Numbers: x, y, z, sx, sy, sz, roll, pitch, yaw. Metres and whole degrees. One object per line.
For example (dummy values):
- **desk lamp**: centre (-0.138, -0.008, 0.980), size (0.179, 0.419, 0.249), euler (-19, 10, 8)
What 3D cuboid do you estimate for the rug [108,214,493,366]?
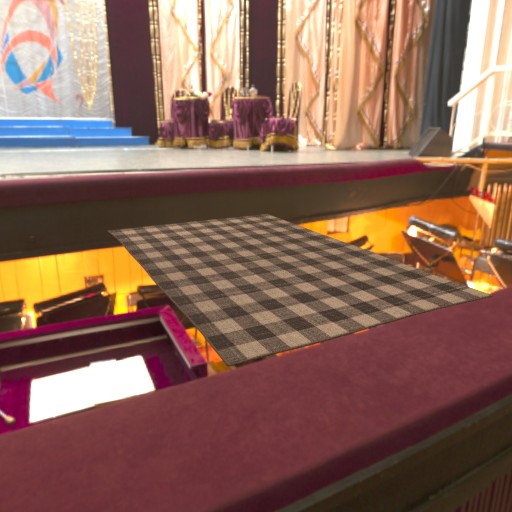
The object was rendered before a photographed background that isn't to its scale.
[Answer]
- **rug**: centre (0.000, 0.000, 3.057), size (1.554, 0.011, 2.476), euler (-9, 19, -26)
